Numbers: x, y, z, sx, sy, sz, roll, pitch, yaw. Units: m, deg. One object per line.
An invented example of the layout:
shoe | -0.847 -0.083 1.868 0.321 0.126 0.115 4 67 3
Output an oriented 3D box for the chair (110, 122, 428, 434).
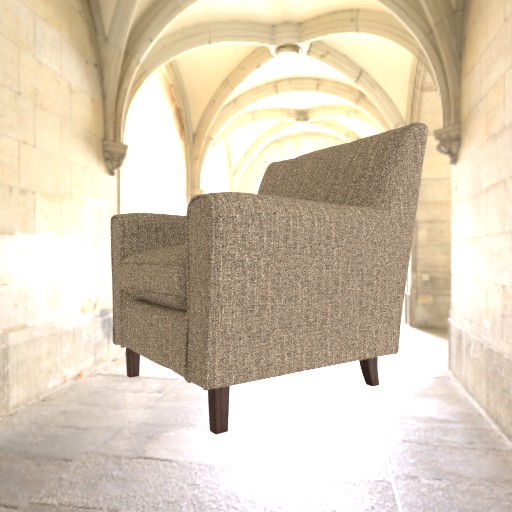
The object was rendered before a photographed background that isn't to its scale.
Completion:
chair | 0.000 0.000 1.640 0.873 0.928 0.864 0 0 -35
